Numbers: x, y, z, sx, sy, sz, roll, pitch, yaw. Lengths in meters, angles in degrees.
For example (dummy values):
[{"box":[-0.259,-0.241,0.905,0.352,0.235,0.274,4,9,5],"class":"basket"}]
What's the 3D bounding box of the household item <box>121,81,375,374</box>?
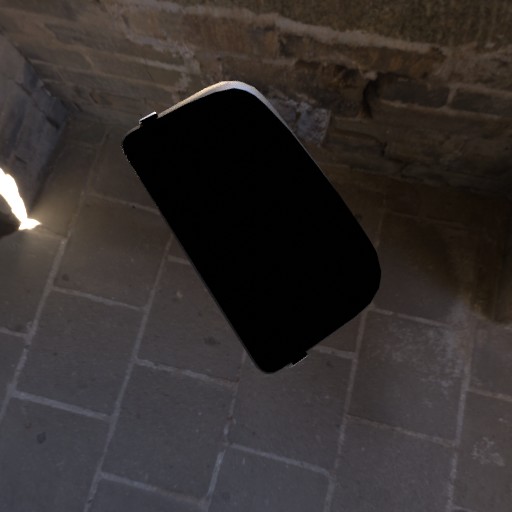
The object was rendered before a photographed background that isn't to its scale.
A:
[{"box":[0.000,0.000,0.146,0.038,0.114,0.070,-32,78,-8],"class":"household item"}]
